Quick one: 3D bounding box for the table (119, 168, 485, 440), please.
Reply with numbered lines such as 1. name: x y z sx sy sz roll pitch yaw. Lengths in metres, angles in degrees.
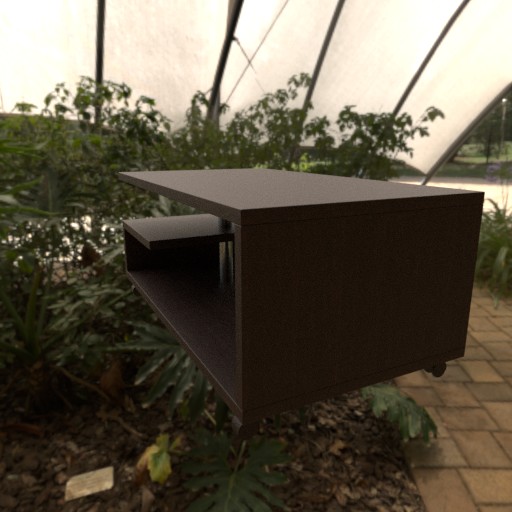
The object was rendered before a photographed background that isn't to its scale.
1. table: 0.000 0.000 1.348 0.590 0.460 1.050 -7 16 -26
